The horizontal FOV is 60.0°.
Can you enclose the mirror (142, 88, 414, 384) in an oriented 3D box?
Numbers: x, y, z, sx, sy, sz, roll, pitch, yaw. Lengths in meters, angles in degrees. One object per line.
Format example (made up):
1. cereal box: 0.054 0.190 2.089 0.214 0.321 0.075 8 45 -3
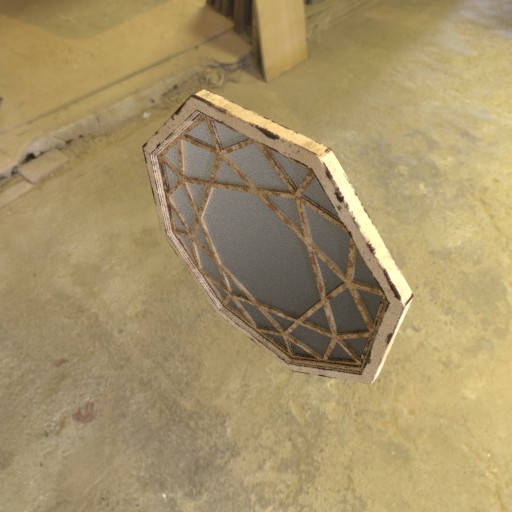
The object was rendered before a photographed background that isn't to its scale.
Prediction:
1. mirror: 0.000 0.000 0.941 0.648 0.648 0.031 34 56 26
